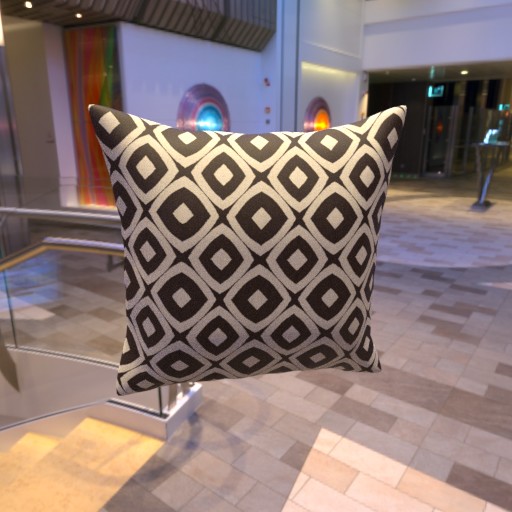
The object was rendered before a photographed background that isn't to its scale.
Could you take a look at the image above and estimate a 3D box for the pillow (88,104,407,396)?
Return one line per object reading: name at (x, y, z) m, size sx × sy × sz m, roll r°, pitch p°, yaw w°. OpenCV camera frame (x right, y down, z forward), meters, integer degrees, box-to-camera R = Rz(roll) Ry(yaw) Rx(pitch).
pillow at (0.000, 0.000, 0.763) m, size 0.504 × 0.494 × 0.188 m, roll -3°, pitch 16°, yaw -9°
